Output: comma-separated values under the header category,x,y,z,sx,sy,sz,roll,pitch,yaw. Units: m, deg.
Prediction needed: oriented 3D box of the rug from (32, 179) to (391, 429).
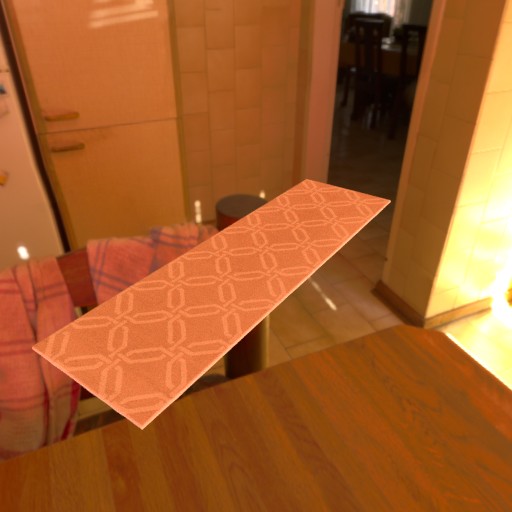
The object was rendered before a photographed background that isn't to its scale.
category,x,y,z,sx,sy,sz,roll,pitch,yaw
rug,0.000,0.000,2.468,0.678,0.014,2.276,21,37,30
